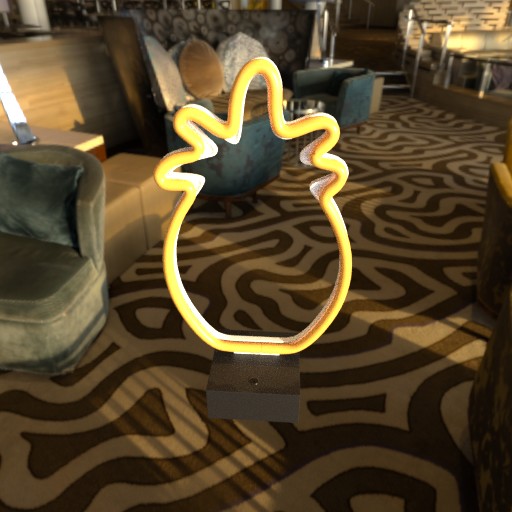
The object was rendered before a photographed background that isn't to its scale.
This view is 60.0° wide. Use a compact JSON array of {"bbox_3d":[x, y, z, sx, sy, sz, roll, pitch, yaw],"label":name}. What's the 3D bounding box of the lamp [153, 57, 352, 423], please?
[{"bbox_3d":[0.000,0.000,0.387,0.167,0.317,0.088,2,30,3],"label":"lamp"}]
